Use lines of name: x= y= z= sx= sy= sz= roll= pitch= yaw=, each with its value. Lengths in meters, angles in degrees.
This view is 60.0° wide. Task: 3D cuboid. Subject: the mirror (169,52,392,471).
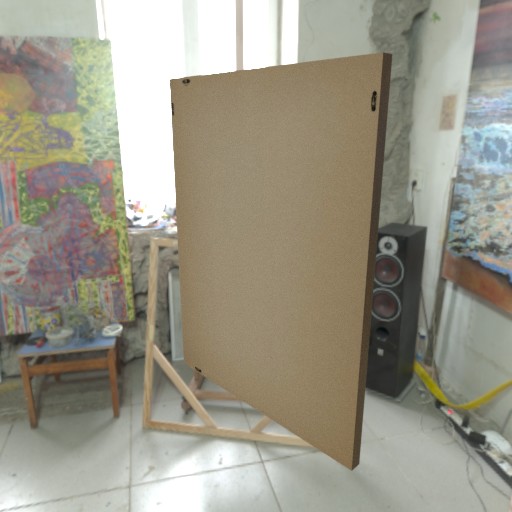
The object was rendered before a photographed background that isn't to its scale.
mirror: x=0.000 y=0.000 z=1.300 sx=0.040 sy=1.016 sz=0.762 roll=-15 pitch=23 yaw=-42
